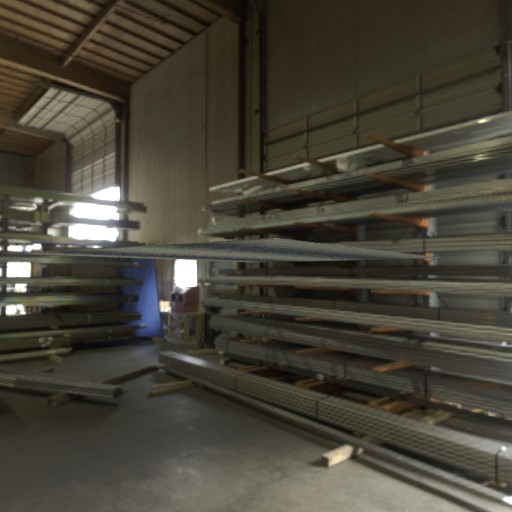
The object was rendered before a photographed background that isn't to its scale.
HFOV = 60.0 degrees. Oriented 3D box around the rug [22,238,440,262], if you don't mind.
[{"bbox_3d":[0.000,0.000,4.015,2.453,0.004,3.037,-2,-3,37],"label":"rug"}]
